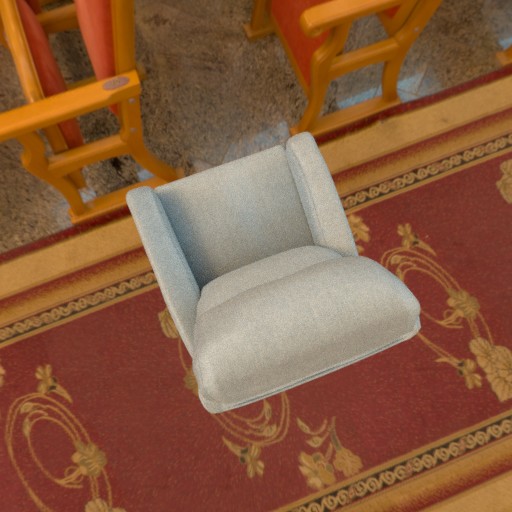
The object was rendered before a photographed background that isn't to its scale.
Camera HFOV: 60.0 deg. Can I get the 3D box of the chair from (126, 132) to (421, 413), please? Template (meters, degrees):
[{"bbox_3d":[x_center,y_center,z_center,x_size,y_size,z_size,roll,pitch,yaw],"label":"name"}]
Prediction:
[{"bbox_3d":[0.000,0.000,1.665,0.794,1.016,0.940,-20,76,-5],"label":"chair"}]
